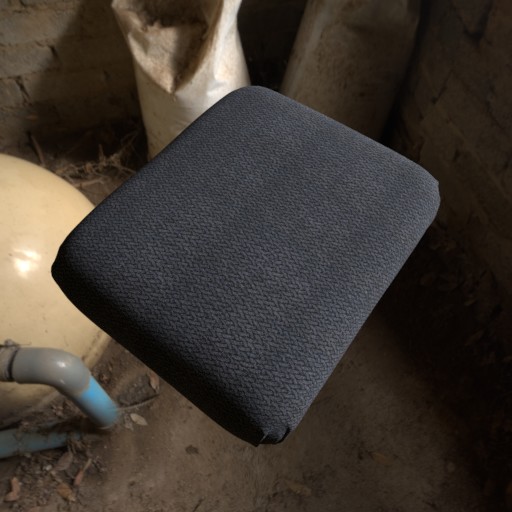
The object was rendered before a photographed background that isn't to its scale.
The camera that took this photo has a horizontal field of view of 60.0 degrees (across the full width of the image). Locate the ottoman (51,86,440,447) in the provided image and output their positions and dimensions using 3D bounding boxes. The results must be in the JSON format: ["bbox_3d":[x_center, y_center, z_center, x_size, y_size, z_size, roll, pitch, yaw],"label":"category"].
[{"bbox_3d":[0.000,0.000,1.112,0.622,0.450,0.747,33,66,17],"label":"ottoman"}]
